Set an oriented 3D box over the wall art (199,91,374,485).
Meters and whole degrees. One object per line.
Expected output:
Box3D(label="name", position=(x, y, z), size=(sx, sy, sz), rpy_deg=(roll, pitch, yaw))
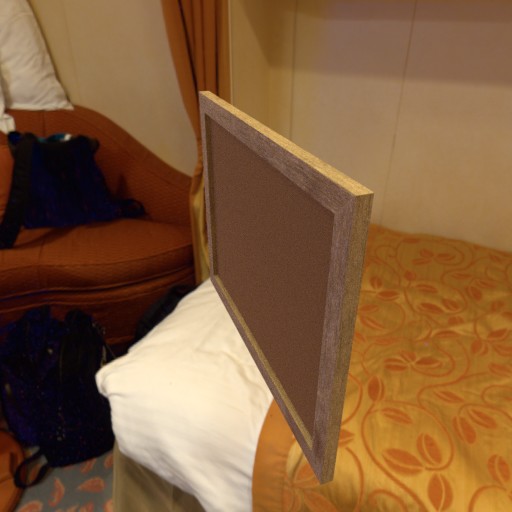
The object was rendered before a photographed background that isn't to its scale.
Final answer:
Box3D(label="wall art", position=(0.000, 0.000, 0.913), size=(0.026, 0.535, 0.690), rpy_deg=(-11, 32, -18))
